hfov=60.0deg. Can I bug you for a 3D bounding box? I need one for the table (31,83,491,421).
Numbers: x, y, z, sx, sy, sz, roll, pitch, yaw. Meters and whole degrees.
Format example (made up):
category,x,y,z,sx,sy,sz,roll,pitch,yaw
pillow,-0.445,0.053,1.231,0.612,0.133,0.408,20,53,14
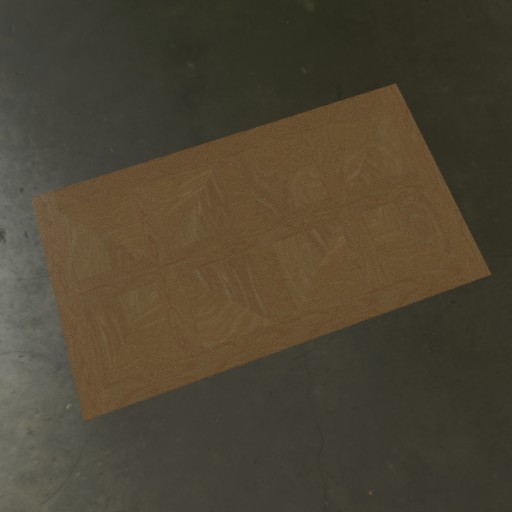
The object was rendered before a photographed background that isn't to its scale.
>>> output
category,x,y,z,sx,sy,sz,roll,pitch,yaw
table,0.000,0.000,1.626,1.270,0.507,0.711,-19,76,-5
